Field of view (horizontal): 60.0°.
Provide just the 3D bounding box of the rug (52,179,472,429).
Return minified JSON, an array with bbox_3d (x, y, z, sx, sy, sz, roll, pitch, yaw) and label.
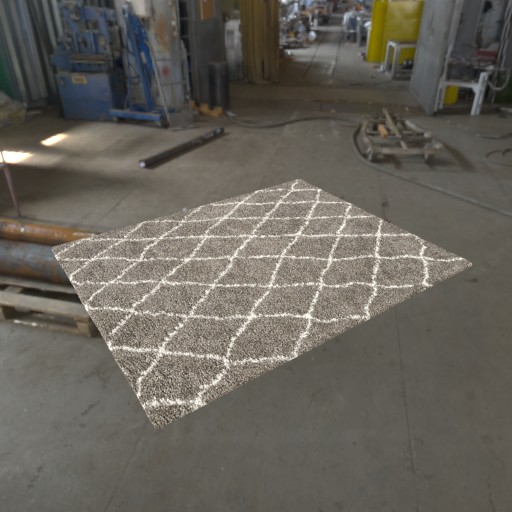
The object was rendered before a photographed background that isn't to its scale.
[{"bbox_3d":[0.000,0.000,4.081,3.047,0.029,2.438,-20,37,-29],"label":"rug"}]
